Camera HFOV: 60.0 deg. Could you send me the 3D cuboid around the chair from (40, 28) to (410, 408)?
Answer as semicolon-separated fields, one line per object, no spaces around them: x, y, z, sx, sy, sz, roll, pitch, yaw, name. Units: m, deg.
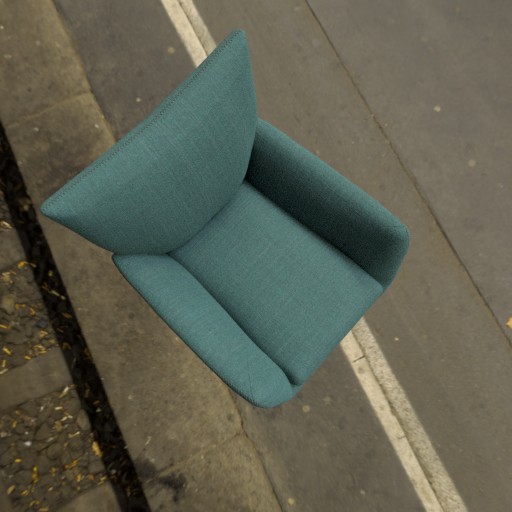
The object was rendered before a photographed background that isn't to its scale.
0.000;0.000;1.411;0.769;0.859;0.678;42;80;9;chair
